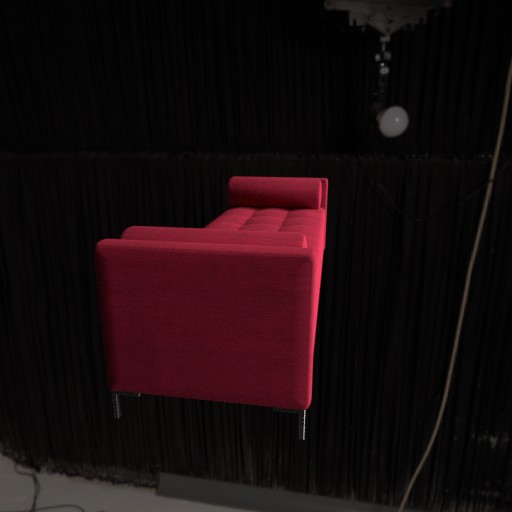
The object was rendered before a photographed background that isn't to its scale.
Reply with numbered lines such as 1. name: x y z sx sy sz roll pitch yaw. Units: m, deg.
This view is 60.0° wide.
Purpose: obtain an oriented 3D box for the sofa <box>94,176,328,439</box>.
1. sofa: 0.000 0.000 2.318 0.686 0.635 1.981 3 16 9
